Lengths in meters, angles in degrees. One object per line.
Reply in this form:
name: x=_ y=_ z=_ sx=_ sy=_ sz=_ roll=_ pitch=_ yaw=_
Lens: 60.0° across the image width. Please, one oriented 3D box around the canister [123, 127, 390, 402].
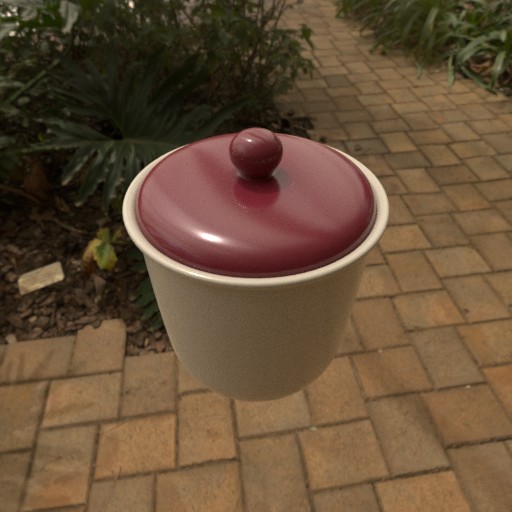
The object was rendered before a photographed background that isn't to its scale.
canister: x=0.000 y=0.000 z=0.348 sx=0.182 sy=0.208 sz=0.182 roll=0 pitch=41 yaw=0
